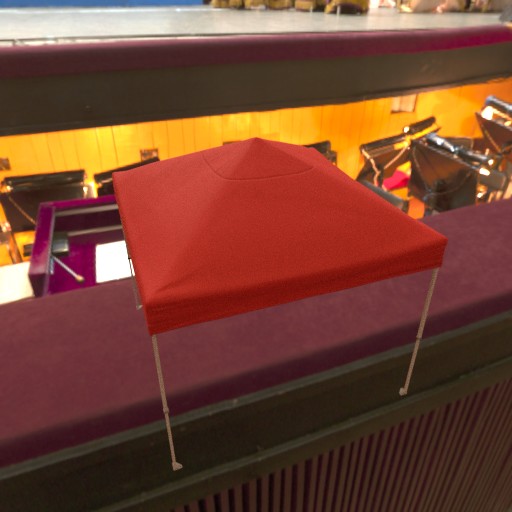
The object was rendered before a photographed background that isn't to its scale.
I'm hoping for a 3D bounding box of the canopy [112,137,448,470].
[{"bbox_3d":[0.000,0.000,5.527,2.998,2.997,2.996,-11,34,-17],"label":"canopy"}]
